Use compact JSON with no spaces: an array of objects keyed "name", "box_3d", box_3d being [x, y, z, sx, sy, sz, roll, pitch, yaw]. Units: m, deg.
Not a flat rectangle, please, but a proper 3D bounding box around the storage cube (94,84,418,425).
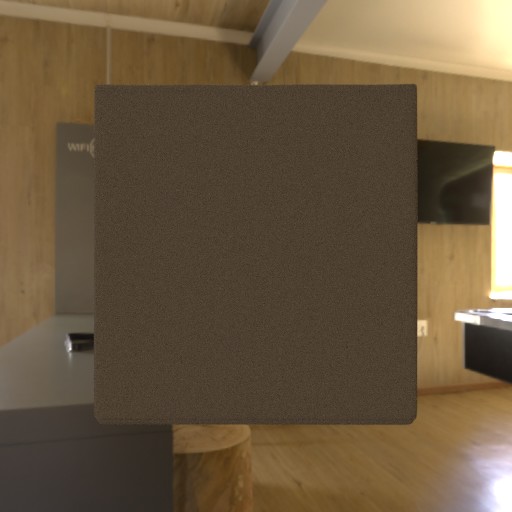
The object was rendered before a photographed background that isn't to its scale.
[{"name":"storage cube","box_3d":[0.000,0.000,0.494,0.270,0.280,0.270,0,0,0]}]
